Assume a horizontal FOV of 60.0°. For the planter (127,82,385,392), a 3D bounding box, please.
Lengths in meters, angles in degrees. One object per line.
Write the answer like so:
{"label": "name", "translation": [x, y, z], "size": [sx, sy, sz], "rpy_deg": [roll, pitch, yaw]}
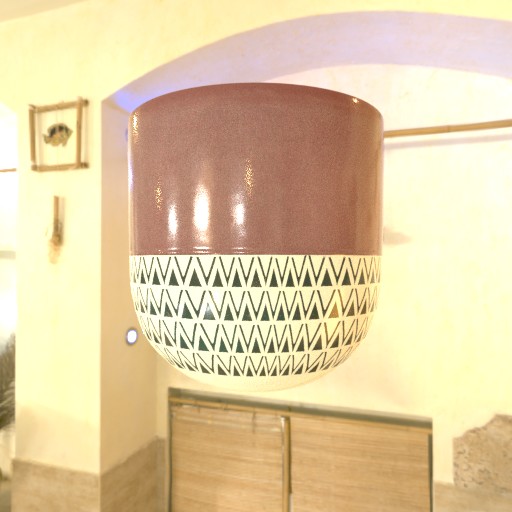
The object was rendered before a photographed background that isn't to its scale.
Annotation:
{"label": "planter", "translation": [0.000, 0.000, 0.477], "size": [0.266, 0.270, 0.266], "rpy_deg": [0, 0, 0]}
